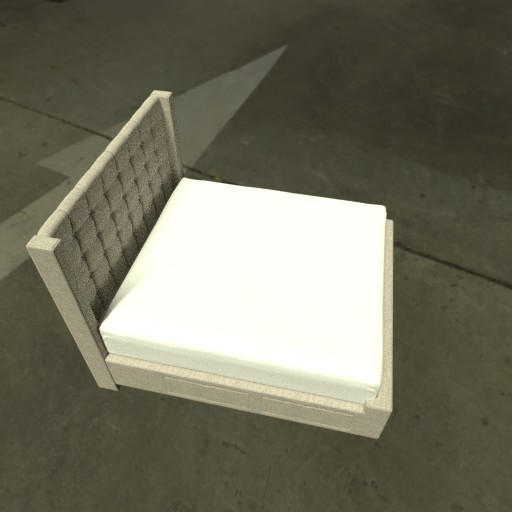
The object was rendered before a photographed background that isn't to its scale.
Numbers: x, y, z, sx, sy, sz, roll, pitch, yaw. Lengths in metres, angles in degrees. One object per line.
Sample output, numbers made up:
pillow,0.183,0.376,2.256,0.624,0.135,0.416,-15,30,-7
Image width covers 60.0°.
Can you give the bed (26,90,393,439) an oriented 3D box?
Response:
bed,0.000,0.000,3.741,2.372,1.748,2.044,9,47,9
